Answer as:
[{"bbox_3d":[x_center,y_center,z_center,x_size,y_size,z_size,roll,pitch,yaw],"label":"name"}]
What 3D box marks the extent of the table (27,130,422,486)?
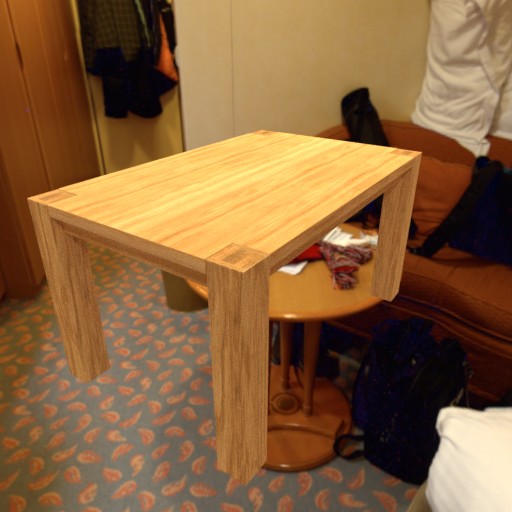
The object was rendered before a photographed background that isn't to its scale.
[{"bbox_3d":[0.000,0.000,1.942,0.900,0.760,1.400,18,32,31],"label":"table"}]
